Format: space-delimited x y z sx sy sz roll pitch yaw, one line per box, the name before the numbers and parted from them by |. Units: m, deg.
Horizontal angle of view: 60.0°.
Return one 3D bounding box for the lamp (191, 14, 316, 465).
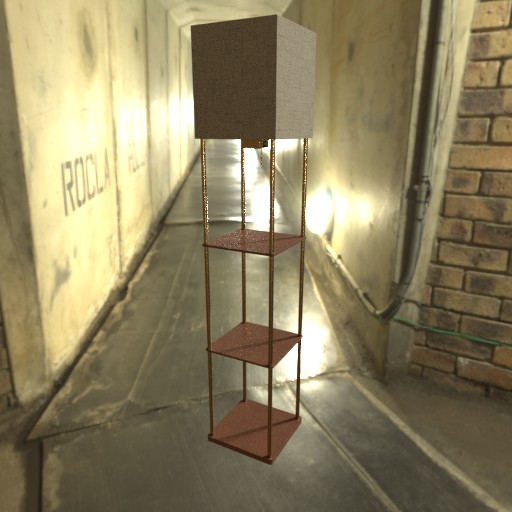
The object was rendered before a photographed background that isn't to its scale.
lamp | 0.000 0.000 1.693 0.308 1.569 0.310 9 18 27
